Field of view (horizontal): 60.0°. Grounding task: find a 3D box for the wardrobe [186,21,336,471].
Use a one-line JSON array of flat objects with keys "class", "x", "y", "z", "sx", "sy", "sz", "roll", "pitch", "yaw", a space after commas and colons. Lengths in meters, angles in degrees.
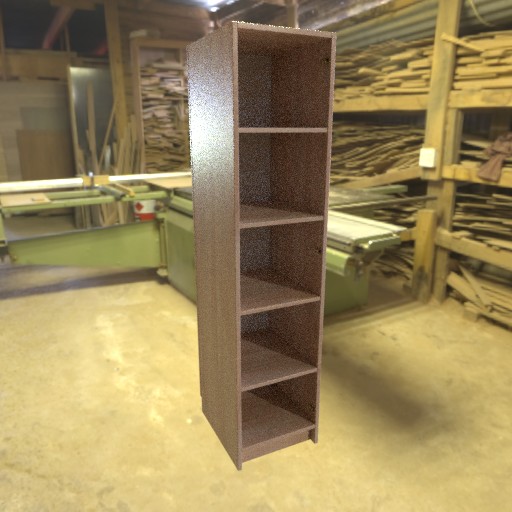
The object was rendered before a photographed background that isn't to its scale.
[{"class": "wardrobe", "x": 0.000, "y": 0.000, "z": 2.376, "sx": 0.496, "sy": 2.117, "sz": 0.588, "roll": -8, "pitch": 18, "yaw": -25}]
